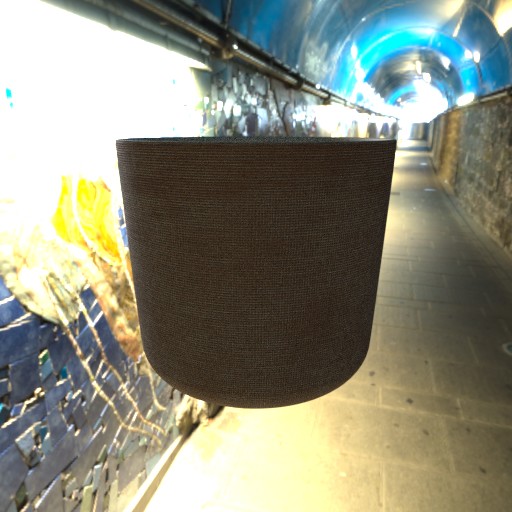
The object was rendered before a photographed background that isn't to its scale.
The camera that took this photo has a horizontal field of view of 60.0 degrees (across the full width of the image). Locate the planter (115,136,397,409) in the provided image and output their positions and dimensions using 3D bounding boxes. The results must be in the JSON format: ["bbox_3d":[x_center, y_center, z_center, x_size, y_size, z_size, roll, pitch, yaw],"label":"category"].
[{"bbox_3d":[0.000,0.000,0.777,0.440,0.398,0.440,0,16,0],"label":"planter"}]
